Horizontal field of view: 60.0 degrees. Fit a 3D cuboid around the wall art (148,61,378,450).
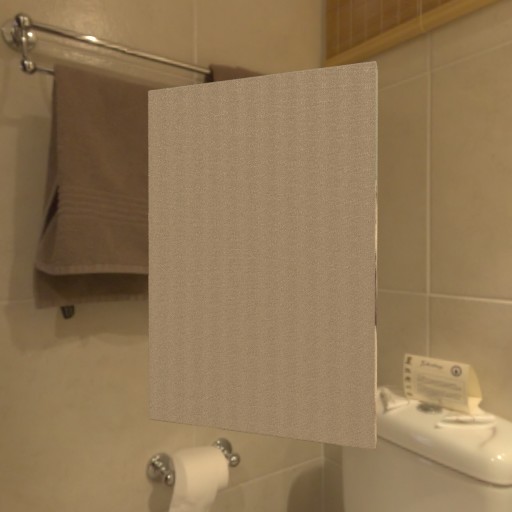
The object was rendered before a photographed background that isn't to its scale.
[{"bbox_3d":[0.000,0.000,1.158,0.609,0.911,0.061,0,1,18],"label":"wall art"}]
